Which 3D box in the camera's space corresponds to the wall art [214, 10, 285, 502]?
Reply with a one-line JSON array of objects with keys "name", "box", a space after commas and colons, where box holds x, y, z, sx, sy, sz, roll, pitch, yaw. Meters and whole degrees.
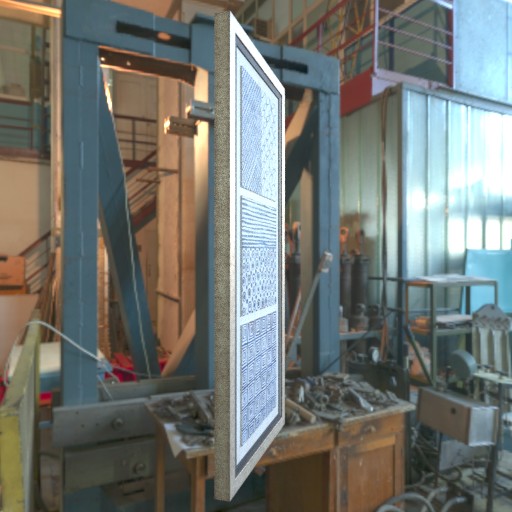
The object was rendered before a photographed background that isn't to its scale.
[{"name": "wall art", "box": [0.000, 0.000, 1.632, 0.051, 1.461, 0.648, 0, 0, 18]}]
